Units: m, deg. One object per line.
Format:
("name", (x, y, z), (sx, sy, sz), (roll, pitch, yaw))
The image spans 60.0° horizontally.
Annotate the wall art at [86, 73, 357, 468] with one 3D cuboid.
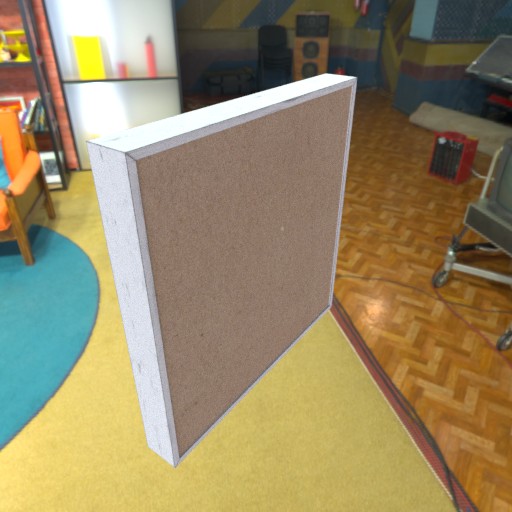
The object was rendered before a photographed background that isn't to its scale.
("wall art", (0.000, 0.000, 0.451), (0.038, 0.305, 0.305), (21, 37, 31))
